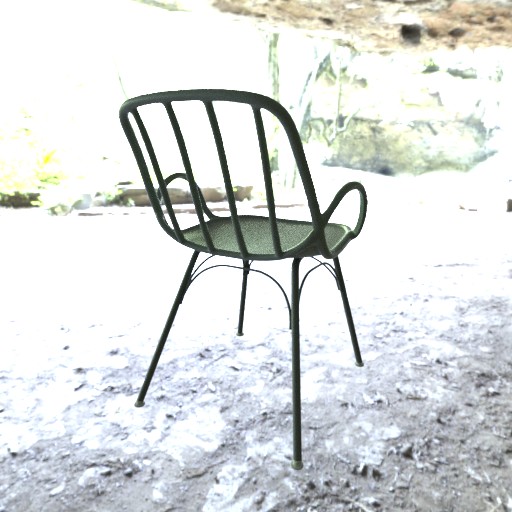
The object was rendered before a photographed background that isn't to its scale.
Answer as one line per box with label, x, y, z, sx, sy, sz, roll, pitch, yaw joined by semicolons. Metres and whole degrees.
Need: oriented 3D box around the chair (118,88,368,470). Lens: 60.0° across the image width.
chair;0.000;0.000;1.218;0.549;0.816;0.597;9;18;28
